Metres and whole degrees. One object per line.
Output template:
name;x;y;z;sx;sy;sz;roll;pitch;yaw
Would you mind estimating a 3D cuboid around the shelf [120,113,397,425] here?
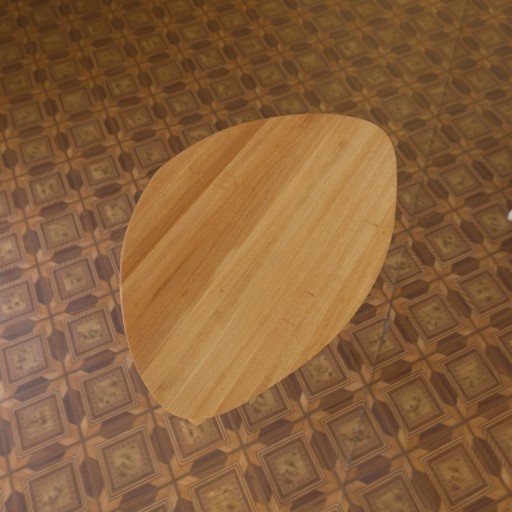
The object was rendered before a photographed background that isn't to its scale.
shelf;0.000;0.000;1.678;0.845;0.440;1.246;31;68;14
